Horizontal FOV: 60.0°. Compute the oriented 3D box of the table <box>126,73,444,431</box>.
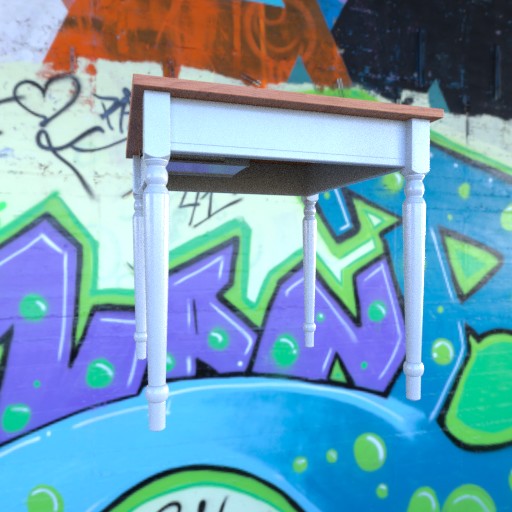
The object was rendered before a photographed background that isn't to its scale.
[{"bbox_3d":[0.000,0.000,1.353,0.747,0.738,0.747,0,1,-17],"label":"table"}]
